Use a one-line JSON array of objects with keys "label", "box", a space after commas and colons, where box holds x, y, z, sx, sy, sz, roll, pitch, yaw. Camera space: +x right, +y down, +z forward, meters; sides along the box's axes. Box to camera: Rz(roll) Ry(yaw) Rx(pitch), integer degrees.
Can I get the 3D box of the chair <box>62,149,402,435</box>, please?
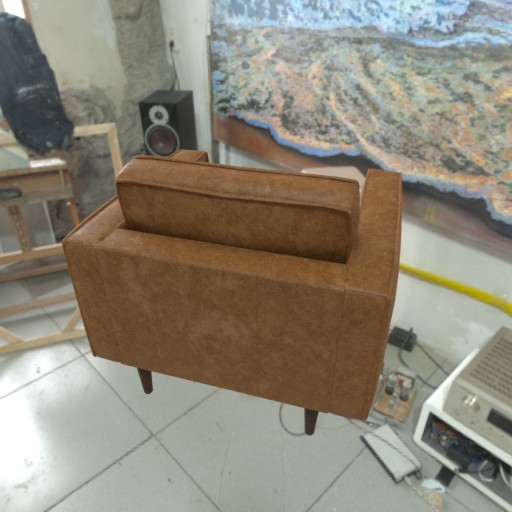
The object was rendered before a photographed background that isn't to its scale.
[{"label": "chair", "box": [0.000, 0.000, 1.513, 0.928, 0.767, 0.798, 9, 34, 14]}]
